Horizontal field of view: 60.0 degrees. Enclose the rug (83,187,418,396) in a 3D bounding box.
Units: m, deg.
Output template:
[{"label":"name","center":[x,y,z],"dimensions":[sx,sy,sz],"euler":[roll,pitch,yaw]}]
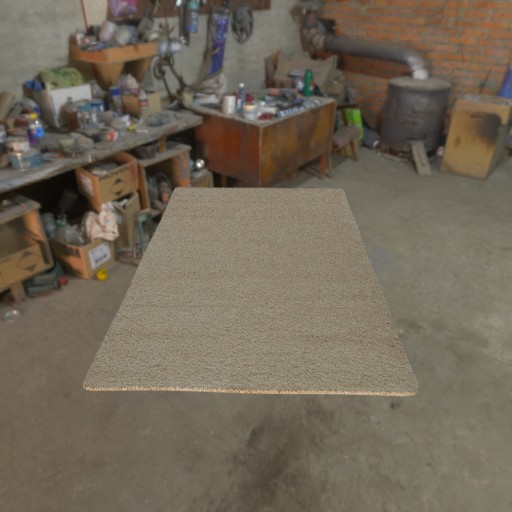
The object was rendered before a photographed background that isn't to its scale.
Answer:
[{"label":"rug","center":[0.000,0.000,2.960],"dimensions":[1.500,0.026,2.349],"euler":[1,31,1]}]
